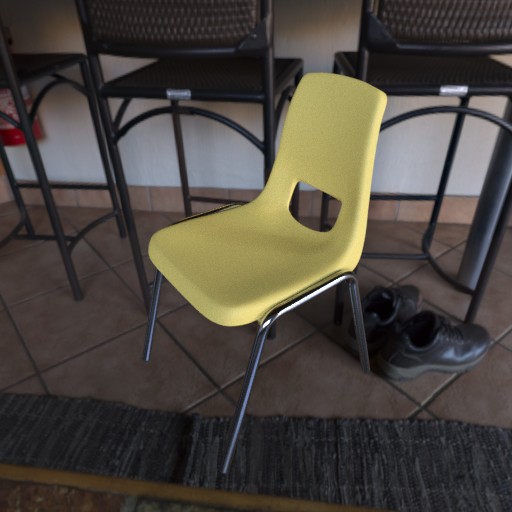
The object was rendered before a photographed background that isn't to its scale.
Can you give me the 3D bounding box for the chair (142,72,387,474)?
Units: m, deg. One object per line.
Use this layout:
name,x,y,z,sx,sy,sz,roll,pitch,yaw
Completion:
chair,0.000,0.000,0.912,0.436,0.653,0.381,-22,39,-30
